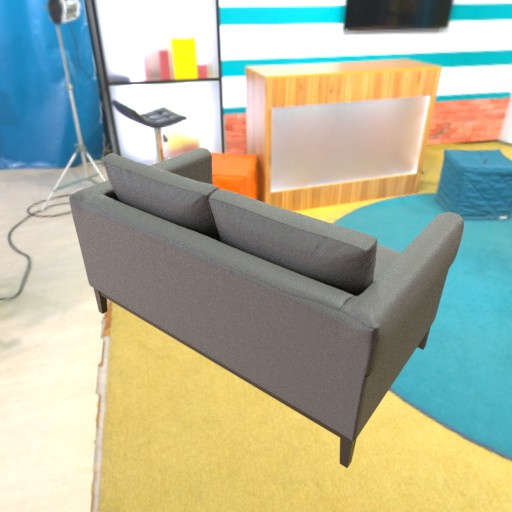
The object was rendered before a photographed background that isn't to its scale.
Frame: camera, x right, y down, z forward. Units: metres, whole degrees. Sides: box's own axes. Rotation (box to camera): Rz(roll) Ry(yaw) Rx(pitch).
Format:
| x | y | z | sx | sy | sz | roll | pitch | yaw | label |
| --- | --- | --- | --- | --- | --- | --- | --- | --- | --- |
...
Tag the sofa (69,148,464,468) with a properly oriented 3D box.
| x | y | z | sx | sy | sz | roll | pitch | yaw | label |
| --- | --- | --- | --- | --- | --- | --- | --- | --- | --- |
| 0.000 | 0.000 | 2.117 | 1.598 | 0.873 | 0.899 | 22 | 37 | 31 | sofa |
